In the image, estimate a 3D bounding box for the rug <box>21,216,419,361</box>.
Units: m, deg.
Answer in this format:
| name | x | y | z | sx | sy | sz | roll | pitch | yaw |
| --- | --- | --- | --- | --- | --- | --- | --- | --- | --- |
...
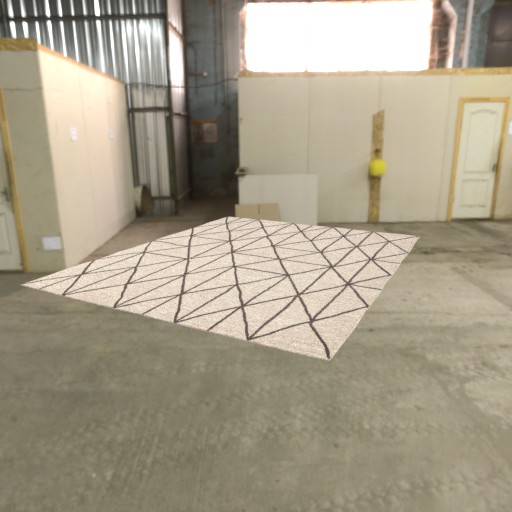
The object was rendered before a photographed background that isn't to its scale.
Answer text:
| name | x | y | z | sx | sy | sz | roll | pitch | yaw |
| --- | --- | --- | --- | --- | --- | --- | --- | --- | --- |
| rug | 0.000 | 0.000 | 4.105 | 2.468 | 0.022 | 3.061 | 8 | 18 | 27 |
